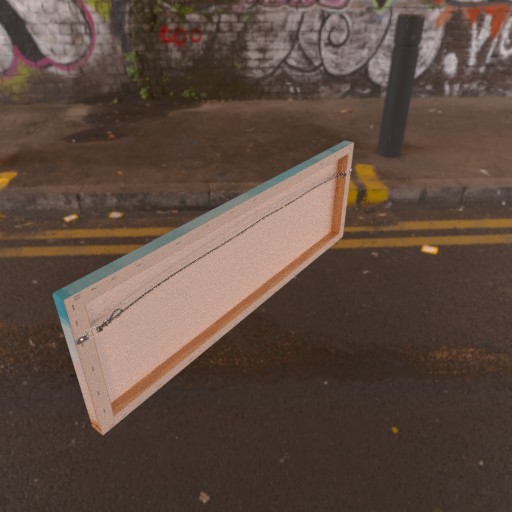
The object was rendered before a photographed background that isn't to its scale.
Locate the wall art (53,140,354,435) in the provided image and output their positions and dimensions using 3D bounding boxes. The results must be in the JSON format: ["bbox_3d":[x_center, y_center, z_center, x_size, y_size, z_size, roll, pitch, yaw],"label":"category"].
[{"bbox_3d":[0.000,0.000,0.849,0.044,0.254,0.759,22,38,31],"label":"wall art"}]
